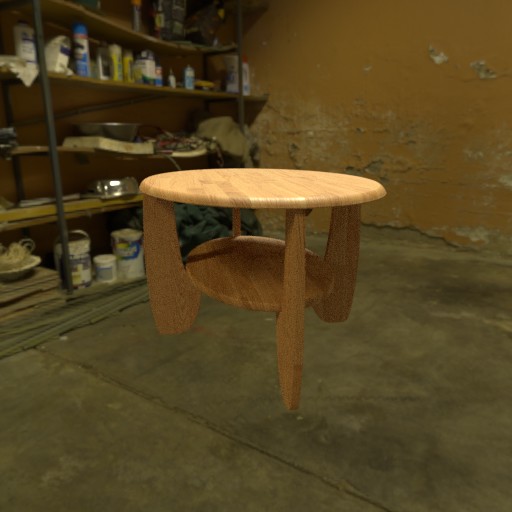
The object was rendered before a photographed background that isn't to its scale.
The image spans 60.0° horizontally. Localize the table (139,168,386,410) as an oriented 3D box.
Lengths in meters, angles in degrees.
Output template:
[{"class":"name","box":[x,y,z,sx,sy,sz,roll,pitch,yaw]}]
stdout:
[{"class":"table","box":[0.000,0.000,1.411,0.690,0.490,1.040,-3,15,-10]}]
